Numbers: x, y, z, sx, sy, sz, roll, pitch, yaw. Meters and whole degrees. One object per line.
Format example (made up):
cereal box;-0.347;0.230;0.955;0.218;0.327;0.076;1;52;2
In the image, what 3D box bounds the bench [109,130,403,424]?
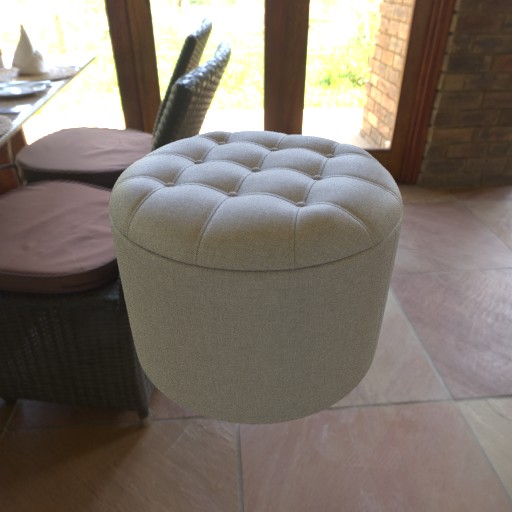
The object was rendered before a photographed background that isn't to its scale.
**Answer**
bench;0.000;0.000;1.016;0.600;0.453;0.600;0;32;0
